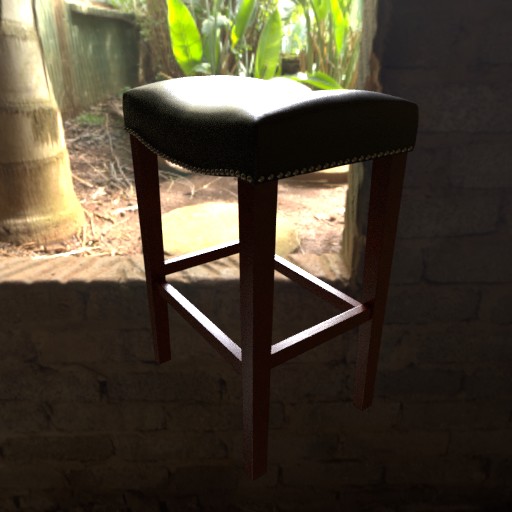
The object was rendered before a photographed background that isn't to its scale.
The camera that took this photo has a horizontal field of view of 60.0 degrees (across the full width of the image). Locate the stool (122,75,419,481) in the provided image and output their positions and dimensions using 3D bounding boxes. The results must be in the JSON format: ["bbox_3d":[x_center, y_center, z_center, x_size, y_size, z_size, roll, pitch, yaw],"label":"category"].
[{"bbox_3d":[0.000,0.000,1.016,0.372,0.742,0.504,-18,31,-32],"label":"stool"}]
